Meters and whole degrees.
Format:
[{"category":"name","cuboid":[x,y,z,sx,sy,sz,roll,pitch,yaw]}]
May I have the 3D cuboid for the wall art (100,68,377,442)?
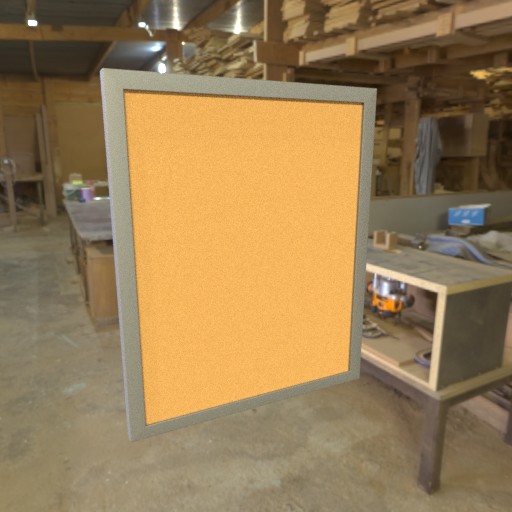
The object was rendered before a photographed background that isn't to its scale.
[{"category":"wall art","cuboid":[0.000,0.000,0.752,0.458,0.558,0.029,-7,15,-25]}]
